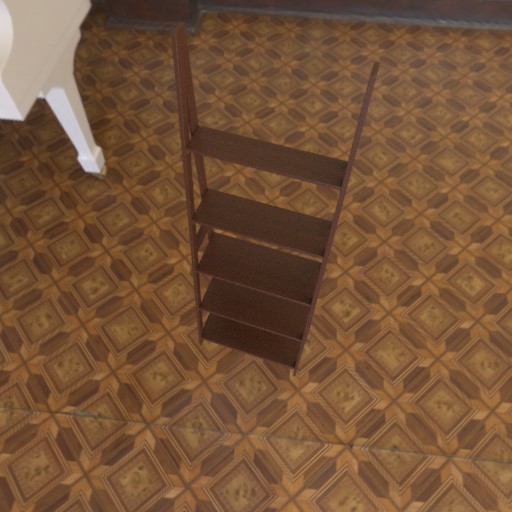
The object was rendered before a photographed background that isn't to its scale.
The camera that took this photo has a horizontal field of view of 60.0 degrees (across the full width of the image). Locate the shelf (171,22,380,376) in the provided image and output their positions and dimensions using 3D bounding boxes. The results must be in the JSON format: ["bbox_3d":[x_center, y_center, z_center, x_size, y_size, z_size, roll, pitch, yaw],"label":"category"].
[{"bbox_3d":[0.000,0.000,1.919,0.600,1.770,0.350,16,60,10],"label":"shelf"}]
